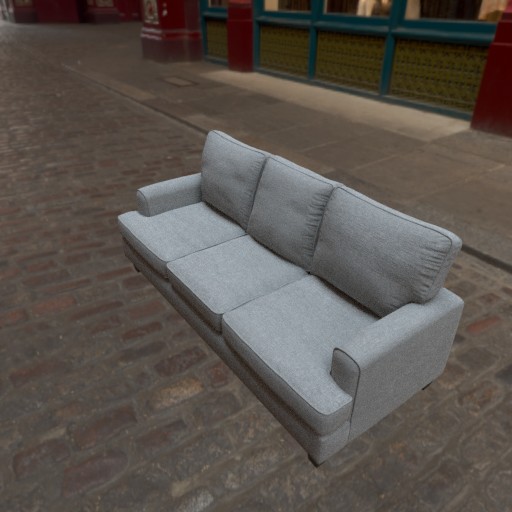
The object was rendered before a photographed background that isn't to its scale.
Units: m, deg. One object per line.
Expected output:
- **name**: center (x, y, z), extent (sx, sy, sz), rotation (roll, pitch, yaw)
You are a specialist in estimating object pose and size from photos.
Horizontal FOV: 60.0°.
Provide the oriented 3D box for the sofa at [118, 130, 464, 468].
- **sofa**: center (0.000, 0.000, 2.661), extent (0.951, 0.965, 2.158), rotation (-21, 38, -30)
